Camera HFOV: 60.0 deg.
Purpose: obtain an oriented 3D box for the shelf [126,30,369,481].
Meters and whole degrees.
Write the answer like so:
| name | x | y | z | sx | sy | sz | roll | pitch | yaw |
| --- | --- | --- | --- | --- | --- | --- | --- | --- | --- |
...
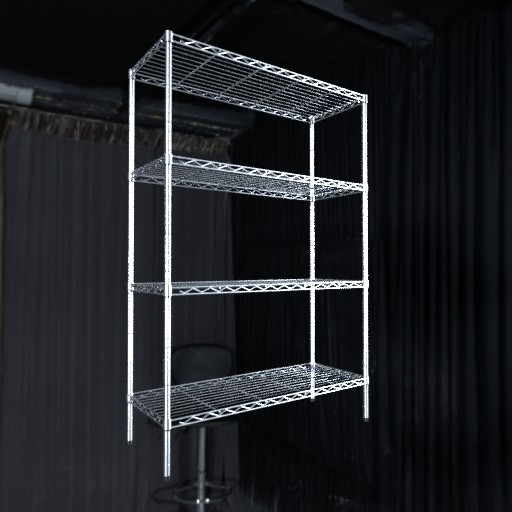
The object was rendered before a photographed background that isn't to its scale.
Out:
| name | x | y | z | sx | sy | sz | roll | pitch | yaw |
| --- | --- | --- | --- | --- | --- | --- | --- | --- | --- |
| shelf | 0.000 | 0.000 | 1.731 | 0.907 | 1.360 | 0.352 | 1 | -1 | -35 |
